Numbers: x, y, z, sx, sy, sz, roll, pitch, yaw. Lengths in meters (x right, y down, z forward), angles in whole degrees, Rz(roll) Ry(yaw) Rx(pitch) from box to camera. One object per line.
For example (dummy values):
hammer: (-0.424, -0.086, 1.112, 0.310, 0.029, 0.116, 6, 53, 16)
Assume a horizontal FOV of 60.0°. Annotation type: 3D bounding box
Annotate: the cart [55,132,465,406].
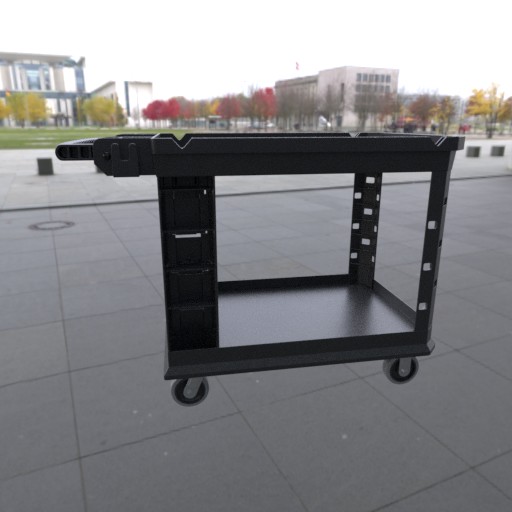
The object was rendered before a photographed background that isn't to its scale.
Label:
cart: (0.000, 0.000, 1.675, 1.239, 0.884, 0.674, -3, 17, -10)
